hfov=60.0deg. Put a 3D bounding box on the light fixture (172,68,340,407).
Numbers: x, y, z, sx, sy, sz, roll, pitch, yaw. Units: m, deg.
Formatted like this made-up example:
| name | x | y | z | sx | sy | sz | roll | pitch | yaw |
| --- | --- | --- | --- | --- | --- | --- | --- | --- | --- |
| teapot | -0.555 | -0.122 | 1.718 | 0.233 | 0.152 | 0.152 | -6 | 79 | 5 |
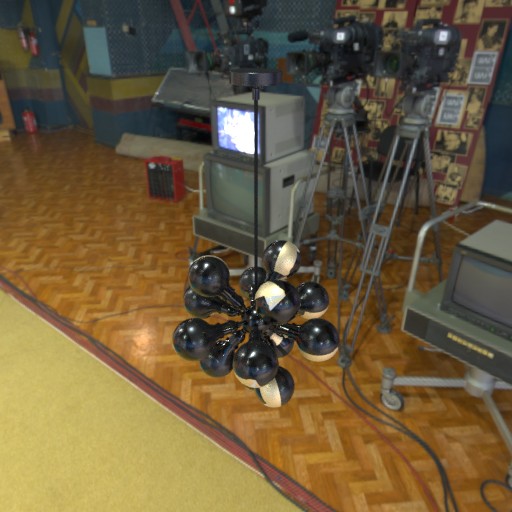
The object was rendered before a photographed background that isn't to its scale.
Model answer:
| name | x | y | z | sx | sy | sz | roll | pitch | yaw |
| --- | --- | --- | --- | --- | --- | --- | --- | --- | --- |
| light fixture | 0.000 | 0.000 | 1.109 | 0.420 | 0.859 | 0.468 | 0 | 28 | 0 |
